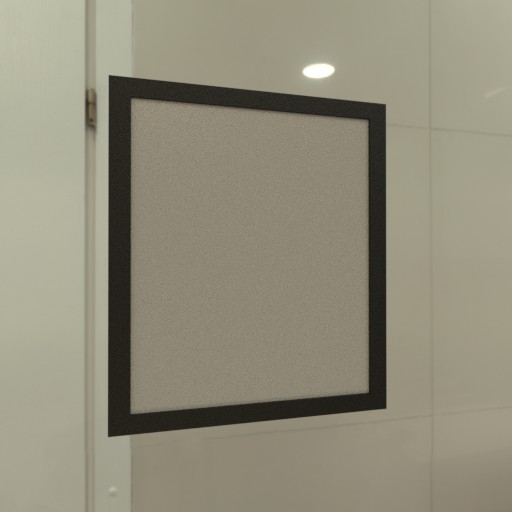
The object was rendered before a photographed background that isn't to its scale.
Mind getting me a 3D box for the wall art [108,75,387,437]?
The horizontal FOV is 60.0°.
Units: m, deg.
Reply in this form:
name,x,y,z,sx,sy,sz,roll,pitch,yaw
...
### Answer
name,x,y,z,sx,sy,sz,roll,pitch,yaw
wall art,0.000,0.000,0.524,0.330,0.381,0.029,0,0,-16
